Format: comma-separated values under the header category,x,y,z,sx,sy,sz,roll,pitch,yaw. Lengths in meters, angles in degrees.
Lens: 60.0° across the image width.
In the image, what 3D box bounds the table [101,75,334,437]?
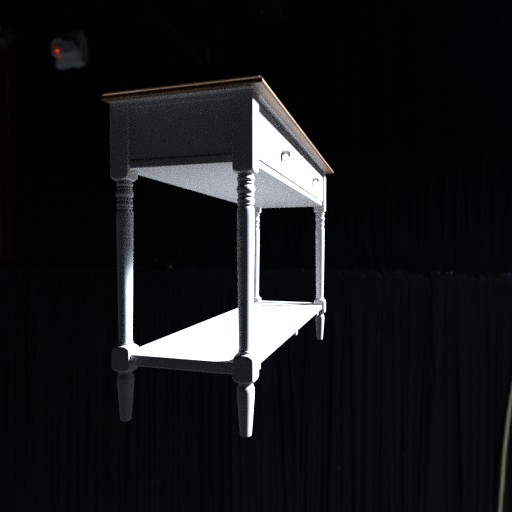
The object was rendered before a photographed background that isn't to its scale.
category,x,y,z,sx,sy,sz,roll,pitch,yaw
table,0.000,0.000,1.585,0.399,0.800,1.219,0,1,17
